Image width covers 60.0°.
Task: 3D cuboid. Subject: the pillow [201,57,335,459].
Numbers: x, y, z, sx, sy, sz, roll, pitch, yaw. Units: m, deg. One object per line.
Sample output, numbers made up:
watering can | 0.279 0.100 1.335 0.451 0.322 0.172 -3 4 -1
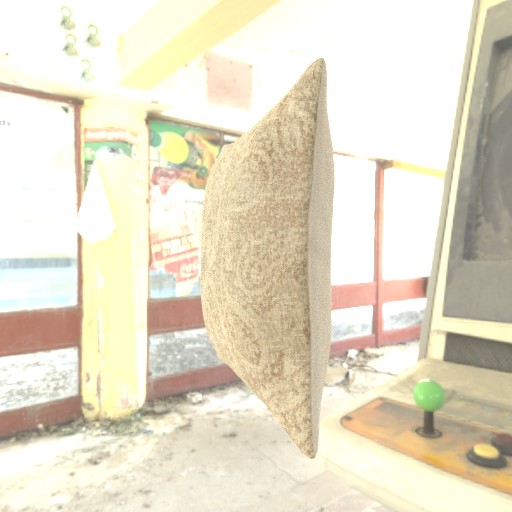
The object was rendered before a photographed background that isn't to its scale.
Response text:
pillow | 0.000 0.000 0.808 0.166 0.510 0.523 0 1 -18
